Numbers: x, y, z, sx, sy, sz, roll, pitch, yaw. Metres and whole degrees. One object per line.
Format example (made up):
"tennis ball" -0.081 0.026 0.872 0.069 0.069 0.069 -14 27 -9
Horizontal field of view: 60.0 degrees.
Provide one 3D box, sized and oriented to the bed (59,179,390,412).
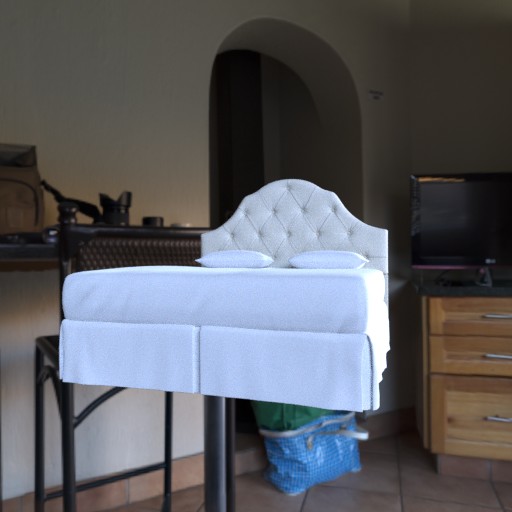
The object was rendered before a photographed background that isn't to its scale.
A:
"bed" 0.000 0.000 3.534 2.008 1.615 2.214 0 -1 18
